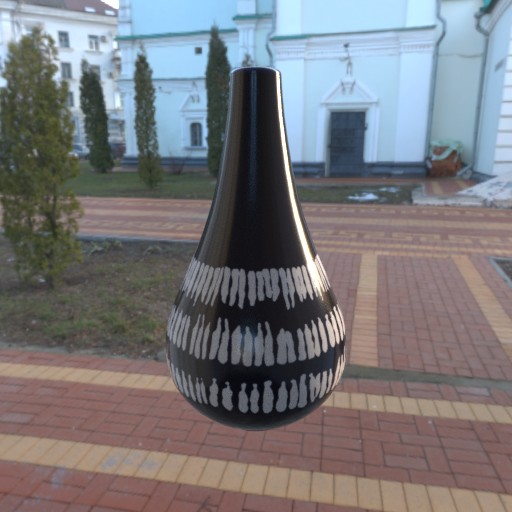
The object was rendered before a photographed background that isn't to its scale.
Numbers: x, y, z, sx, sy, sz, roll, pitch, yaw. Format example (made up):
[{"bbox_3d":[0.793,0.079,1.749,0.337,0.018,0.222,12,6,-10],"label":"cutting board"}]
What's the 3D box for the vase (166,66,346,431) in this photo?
[{"bbox_3d":[0.000,0.000,0.377,0.159,0.295,0.159,0,14,0],"label":"vase"}]
